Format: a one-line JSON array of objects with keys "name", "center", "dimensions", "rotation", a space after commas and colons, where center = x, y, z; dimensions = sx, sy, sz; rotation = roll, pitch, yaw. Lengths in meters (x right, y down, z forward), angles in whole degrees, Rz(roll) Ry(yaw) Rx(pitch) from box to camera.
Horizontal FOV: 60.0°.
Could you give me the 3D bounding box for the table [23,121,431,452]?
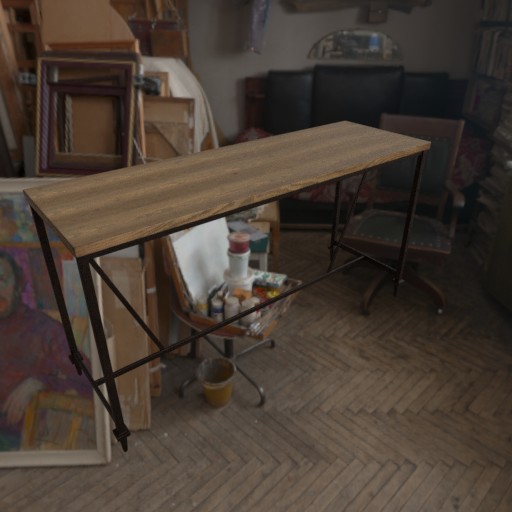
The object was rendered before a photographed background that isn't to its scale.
[{"name": "table", "center": [0.000, 0.000, 2.075], "dimensions": [1.700, 0.902, 0.551], "rotation": [-21, 36, -32]}]
